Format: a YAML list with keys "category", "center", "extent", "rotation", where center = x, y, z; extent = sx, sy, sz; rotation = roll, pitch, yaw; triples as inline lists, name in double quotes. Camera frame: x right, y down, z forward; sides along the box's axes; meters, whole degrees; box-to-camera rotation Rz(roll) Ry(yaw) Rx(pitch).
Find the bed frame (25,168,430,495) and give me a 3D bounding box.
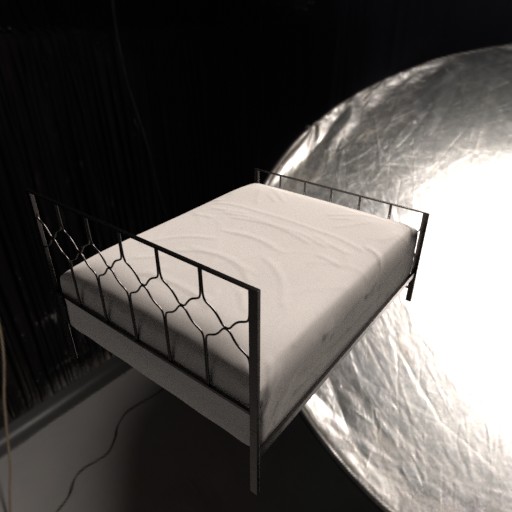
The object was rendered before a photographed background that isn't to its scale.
- category: "bed frame"
  center: [0.000, 0.000, 3.010]
  extent: [1.597, 1.222, 2.063]
  rotation: [21, 36, 32]
